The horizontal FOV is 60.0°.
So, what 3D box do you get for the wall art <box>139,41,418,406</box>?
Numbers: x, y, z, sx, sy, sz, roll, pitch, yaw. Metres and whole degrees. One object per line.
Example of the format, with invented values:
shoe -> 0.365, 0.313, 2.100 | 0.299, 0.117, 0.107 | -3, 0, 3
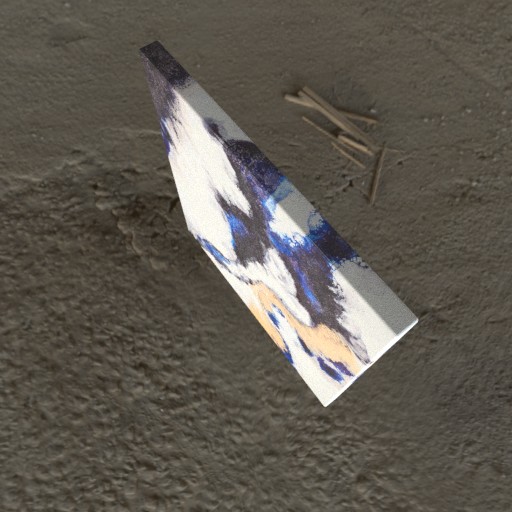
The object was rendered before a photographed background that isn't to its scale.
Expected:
wall art -> 0.000, 0.000, 0.905 | 0.039, 0.609, 0.609 | -34, 68, -15
